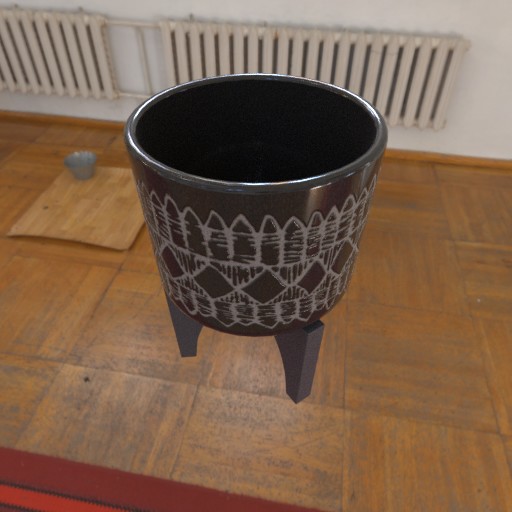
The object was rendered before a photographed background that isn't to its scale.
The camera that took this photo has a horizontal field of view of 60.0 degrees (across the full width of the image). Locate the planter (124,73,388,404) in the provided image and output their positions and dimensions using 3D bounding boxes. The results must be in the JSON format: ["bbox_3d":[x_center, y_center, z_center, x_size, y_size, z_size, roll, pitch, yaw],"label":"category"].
[{"bbox_3d":[0.000,0.000,0.543,0.251,0.355,0.251,-25,47,-26],"label":"planter"}]
